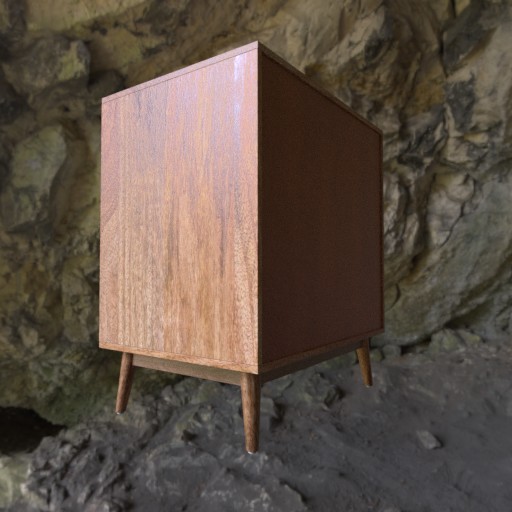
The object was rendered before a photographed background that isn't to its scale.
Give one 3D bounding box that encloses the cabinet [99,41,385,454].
[{"bbox_3d":[0.000,0.000,1.192,0.473,0.758,0.647,-1,-2,36],"label":"cabinet"}]
